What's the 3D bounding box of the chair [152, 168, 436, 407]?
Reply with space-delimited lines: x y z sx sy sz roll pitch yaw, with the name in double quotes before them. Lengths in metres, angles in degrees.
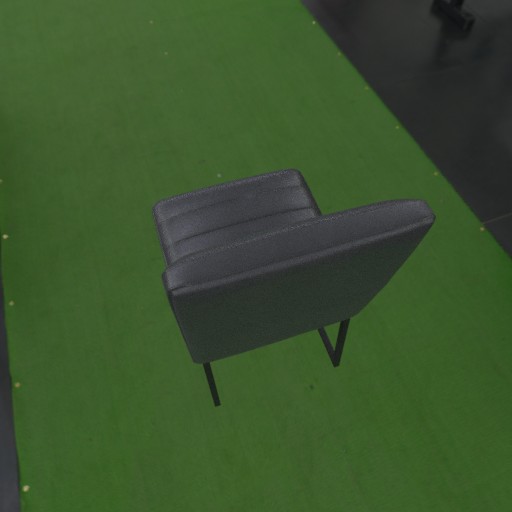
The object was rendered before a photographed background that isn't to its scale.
"chair" 0.000 0.000 1.300 0.520 0.930 0.634 -15 58 -10
